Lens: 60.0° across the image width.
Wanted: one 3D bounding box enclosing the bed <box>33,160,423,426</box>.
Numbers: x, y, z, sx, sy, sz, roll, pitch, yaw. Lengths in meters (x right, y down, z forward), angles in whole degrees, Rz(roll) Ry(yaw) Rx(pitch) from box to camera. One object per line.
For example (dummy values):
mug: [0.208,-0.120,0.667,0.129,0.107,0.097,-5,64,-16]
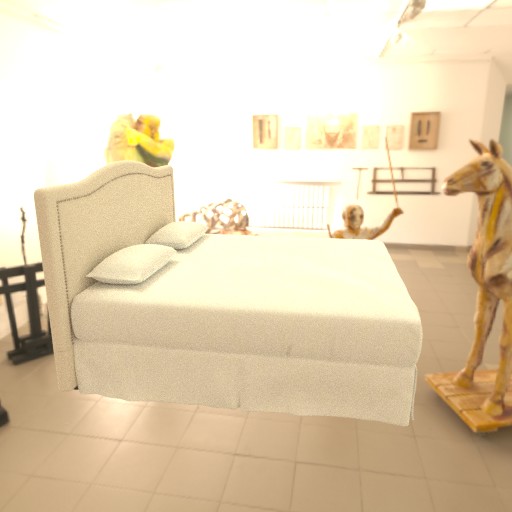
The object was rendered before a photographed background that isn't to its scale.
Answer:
bed: [0.000,0.000,3.415,2.182,1.421,2.083,2,15,9]
